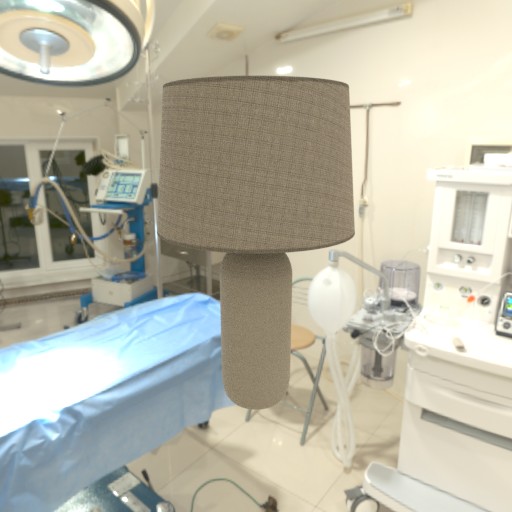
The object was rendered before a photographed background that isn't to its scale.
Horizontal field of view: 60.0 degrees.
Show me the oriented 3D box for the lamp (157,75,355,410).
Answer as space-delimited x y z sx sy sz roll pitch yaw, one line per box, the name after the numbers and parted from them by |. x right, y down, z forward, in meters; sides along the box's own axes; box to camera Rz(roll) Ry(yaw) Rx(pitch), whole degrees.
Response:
0.000 0.000 0.854 0.367 0.609 0.367 0 15 0 | lamp
